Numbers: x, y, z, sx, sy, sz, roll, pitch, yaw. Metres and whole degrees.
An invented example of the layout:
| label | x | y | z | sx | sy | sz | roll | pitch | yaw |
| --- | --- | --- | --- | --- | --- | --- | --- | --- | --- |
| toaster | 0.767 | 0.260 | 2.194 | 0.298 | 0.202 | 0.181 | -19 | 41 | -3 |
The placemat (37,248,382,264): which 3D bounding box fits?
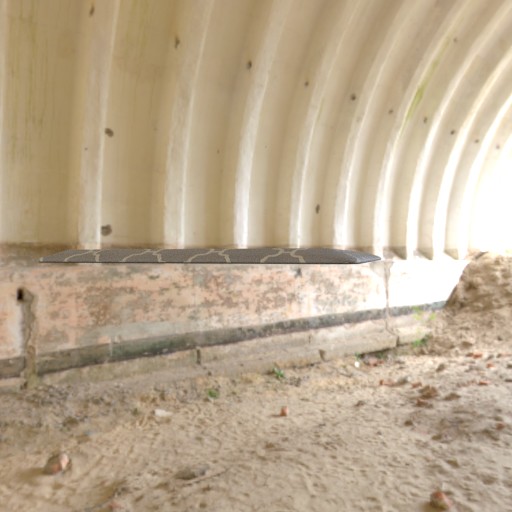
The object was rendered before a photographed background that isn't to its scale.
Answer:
| label | x | y | z | sx | sy | sz | roll | pitch | yaw |
| --- | --- | --- | --- | --- | --- | --- | --- | --- | --- |
| placemat | 0.000 | 0.000 | 0.976 | 0.508 | 0.021 | 0.762 | 0 | 0 | 18 |
